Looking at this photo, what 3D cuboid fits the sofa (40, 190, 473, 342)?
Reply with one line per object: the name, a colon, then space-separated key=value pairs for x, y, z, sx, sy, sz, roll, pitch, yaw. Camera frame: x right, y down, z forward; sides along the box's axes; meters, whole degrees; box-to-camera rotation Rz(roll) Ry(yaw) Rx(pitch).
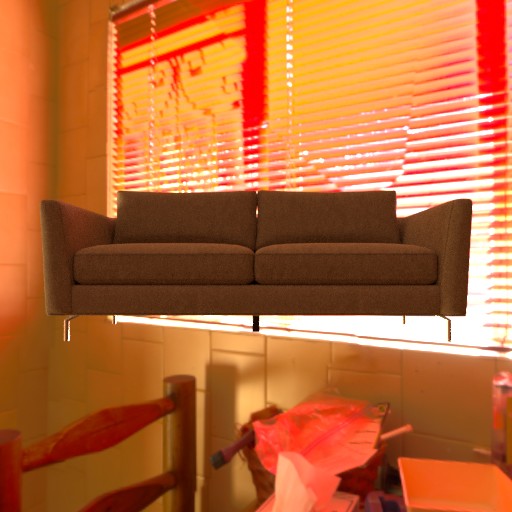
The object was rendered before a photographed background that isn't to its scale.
sofa: x=0.000 y=0.000 z=2.574 sx=2.121 sy=0.864 sz=0.889 roll=0 pitch=-2 yaw=1
